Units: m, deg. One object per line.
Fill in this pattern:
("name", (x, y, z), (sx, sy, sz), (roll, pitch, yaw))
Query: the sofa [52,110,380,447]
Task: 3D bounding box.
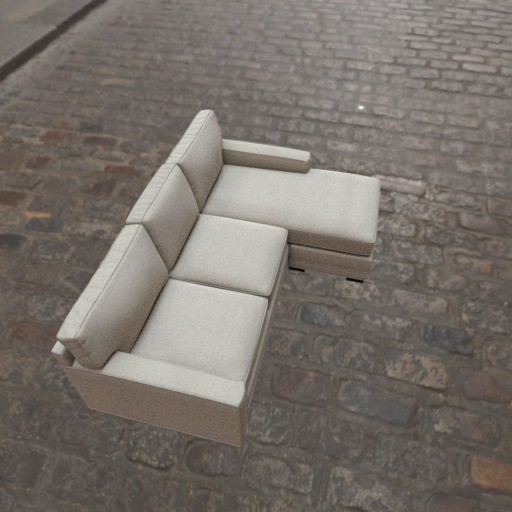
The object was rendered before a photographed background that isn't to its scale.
("sofa", (0.000, 0.000, 2.829), (1.496, 0.861, 2.087), (10, 49, 9))
